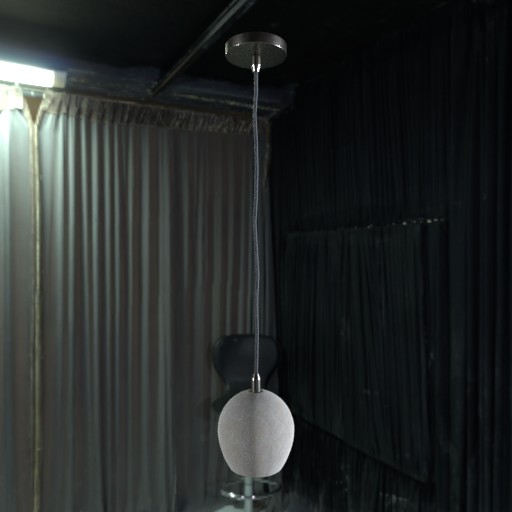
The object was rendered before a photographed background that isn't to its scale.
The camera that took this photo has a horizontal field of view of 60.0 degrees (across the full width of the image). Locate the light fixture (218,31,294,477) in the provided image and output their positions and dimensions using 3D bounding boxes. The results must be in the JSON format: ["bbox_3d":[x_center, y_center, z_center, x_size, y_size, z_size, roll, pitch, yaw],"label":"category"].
[{"bbox_3d":[0.000,0.000,0.811,0.139,0.764,0.139,0,0,-35],"label":"light fixture"}]
